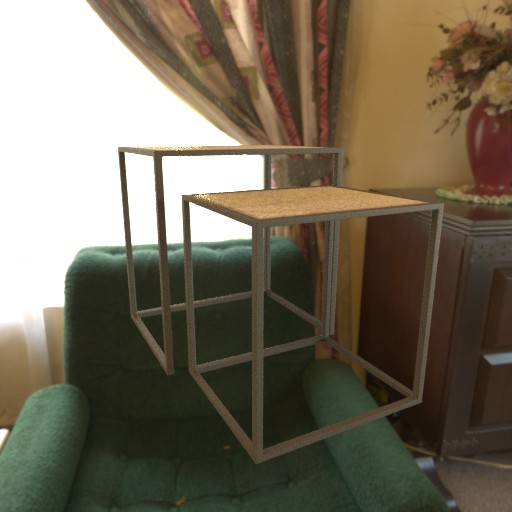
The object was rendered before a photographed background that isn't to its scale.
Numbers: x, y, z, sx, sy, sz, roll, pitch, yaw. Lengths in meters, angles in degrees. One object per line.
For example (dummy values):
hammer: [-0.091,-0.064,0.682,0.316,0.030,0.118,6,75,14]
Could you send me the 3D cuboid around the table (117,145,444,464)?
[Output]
table: [0.000,0.000,1.149,0.508,0.540,0.788,-8,17,-26]
